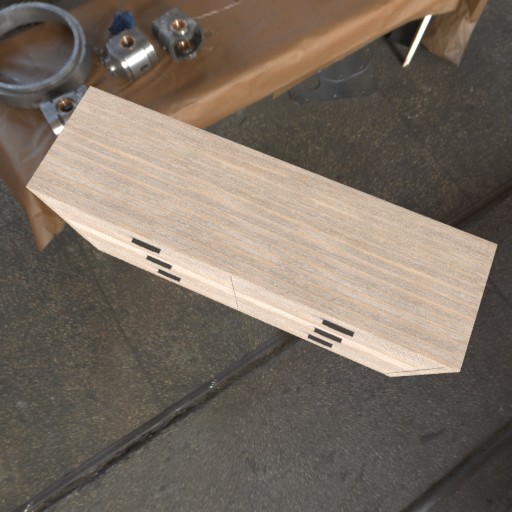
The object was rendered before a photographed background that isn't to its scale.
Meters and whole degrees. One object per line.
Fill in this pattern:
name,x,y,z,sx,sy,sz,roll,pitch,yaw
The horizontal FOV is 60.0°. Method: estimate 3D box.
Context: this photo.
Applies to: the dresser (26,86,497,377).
dresser,0.000,0.000,1.915,1.524,0.914,0.457,23,75,7
